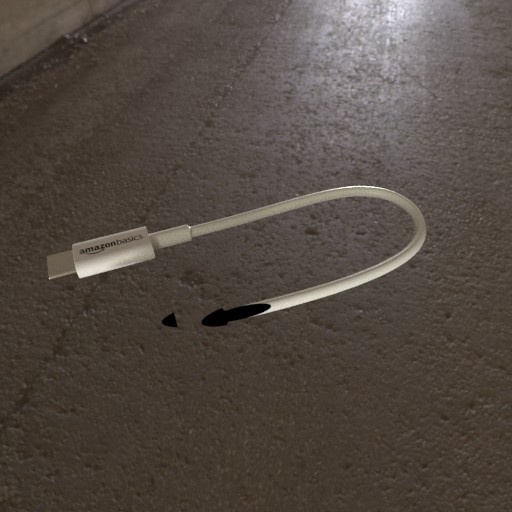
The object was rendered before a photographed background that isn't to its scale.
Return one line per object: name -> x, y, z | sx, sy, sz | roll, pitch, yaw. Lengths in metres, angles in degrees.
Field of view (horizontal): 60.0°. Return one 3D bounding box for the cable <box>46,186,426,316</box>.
cable -> 0.000, 0.000, 0.112 | 0.098, 0.005, 0.041 | -16, 48, -15
